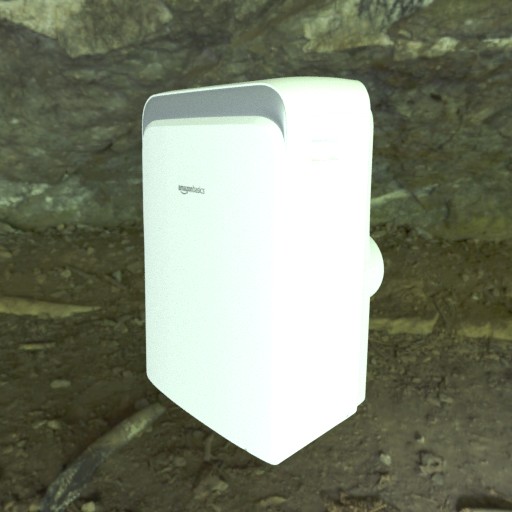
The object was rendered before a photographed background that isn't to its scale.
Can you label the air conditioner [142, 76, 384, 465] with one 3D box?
[{"bbox_3d":[0.000,0.000,0.953,0.454,0.700,0.365,15,21,43],"label":"air conditioner"}]
